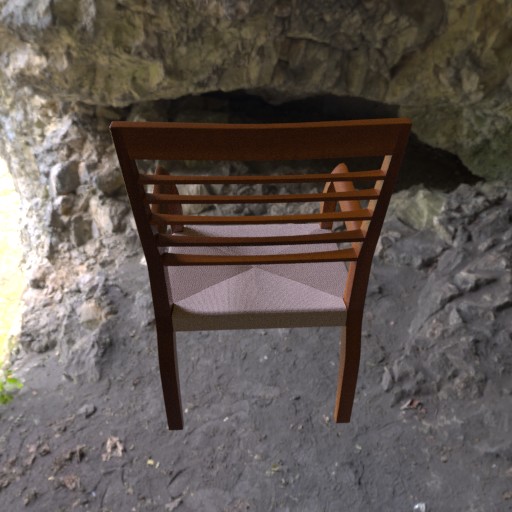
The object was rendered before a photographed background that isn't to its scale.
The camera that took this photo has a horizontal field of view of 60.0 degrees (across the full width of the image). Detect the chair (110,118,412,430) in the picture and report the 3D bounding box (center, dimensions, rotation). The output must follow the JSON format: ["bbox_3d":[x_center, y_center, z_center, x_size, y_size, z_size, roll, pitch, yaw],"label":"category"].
[{"bbox_3d":[0.000,0.000,1.242,0.587,0.855,0.540,-1,30,-3],"label":"chair"}]
